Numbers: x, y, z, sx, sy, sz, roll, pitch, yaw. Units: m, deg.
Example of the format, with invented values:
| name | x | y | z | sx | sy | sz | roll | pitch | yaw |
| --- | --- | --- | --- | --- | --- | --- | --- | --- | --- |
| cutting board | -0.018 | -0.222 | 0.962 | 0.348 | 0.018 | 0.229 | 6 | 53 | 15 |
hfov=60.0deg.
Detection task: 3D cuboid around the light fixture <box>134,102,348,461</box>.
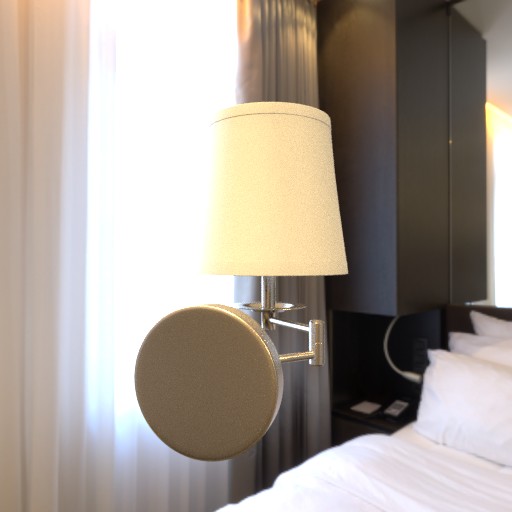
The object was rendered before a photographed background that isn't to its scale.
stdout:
| name | x | y | z | sx | sy | sz | roll | pitch | yaw |
| --- | --- | --- | --- | --- | --- | --- | --- | --- | --- |
| light fixture | 0.000 | 0.000 | 0.575 | 0.223 | 0.381 | 0.348 | 0 | 0 | 17 |
